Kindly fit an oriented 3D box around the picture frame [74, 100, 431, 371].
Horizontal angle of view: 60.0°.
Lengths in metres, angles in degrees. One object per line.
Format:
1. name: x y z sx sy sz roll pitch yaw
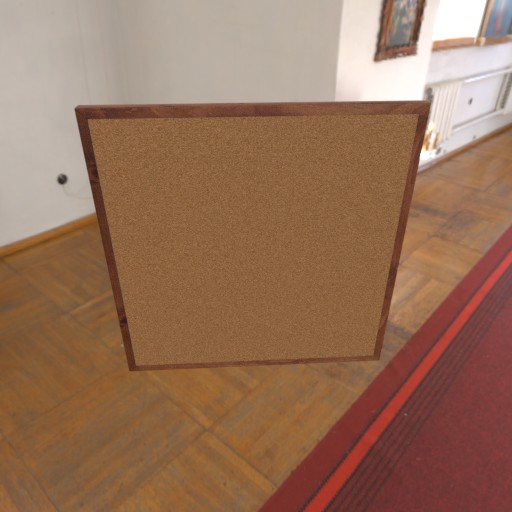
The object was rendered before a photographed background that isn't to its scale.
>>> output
1. picture frame: 0.000 0.000 1.228 0.810 0.817 0.029 -2 32 -3
